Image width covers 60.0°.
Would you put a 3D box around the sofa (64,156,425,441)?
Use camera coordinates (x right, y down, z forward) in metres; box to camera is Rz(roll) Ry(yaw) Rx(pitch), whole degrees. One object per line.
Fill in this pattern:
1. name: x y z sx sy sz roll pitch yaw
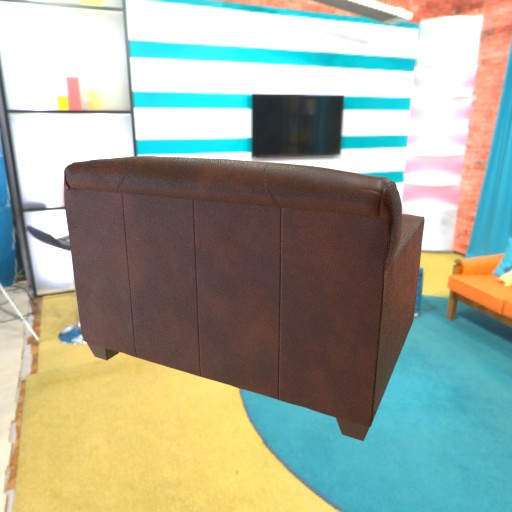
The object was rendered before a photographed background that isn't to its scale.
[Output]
1. sofa: 0.000 0.000 2.098 1.413 0.956 1.000 8 19 26
